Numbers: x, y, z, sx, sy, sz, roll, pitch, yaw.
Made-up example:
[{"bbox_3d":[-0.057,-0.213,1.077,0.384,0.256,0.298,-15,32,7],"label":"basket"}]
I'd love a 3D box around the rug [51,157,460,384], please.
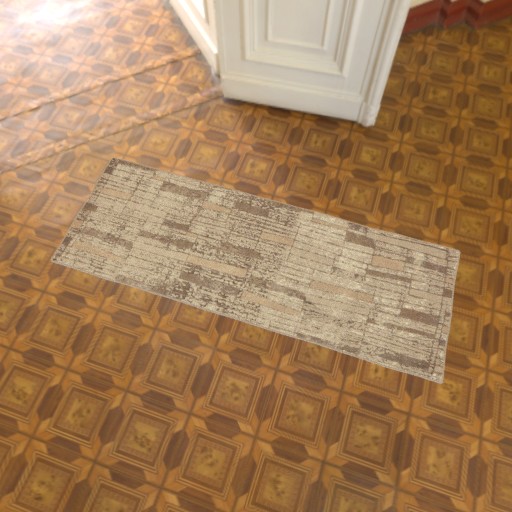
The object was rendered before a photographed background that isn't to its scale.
[{"bbox_3d":[0.000,0.000,2.727,2.383,0.018,0.857,16,64,8],"label":"rug"}]
